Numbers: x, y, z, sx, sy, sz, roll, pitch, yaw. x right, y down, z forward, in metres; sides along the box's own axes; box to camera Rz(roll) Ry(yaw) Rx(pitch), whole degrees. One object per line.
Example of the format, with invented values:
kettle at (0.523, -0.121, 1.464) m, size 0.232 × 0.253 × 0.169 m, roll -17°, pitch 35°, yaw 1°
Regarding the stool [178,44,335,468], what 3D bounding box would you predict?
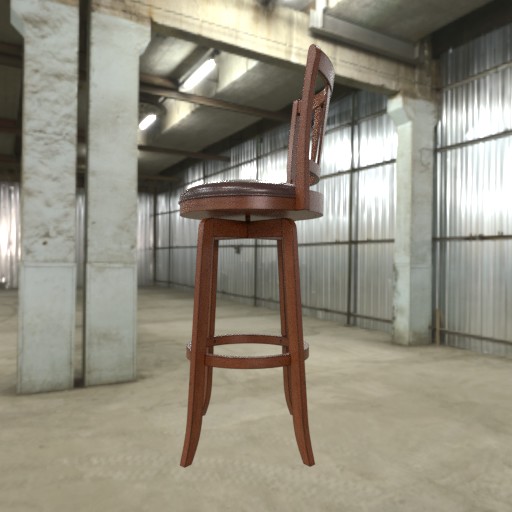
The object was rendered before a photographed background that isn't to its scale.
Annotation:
stool at (0.000, 0.000, 1.449) m, size 0.503 × 1.177 × 0.464 m, roll 0°, pitch 0°, yaw -1°
